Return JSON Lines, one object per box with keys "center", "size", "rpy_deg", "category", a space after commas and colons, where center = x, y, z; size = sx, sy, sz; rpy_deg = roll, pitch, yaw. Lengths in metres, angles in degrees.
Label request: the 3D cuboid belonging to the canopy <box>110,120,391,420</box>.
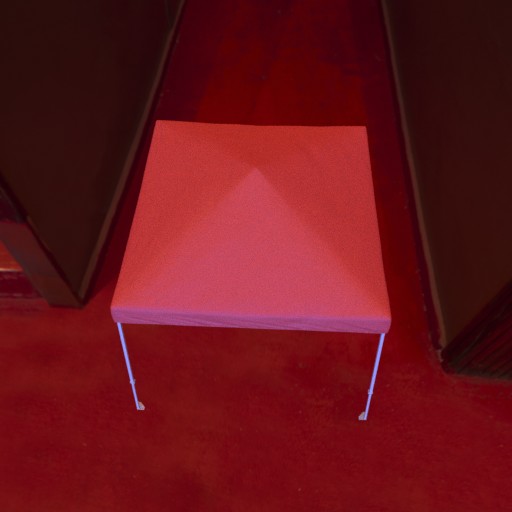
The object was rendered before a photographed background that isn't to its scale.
{"center": [0.000, 0.000, 6.417], "size": [3.599, 3.600, 3.600], "rpy_deg": [2, 57, 1], "category": "canopy"}
